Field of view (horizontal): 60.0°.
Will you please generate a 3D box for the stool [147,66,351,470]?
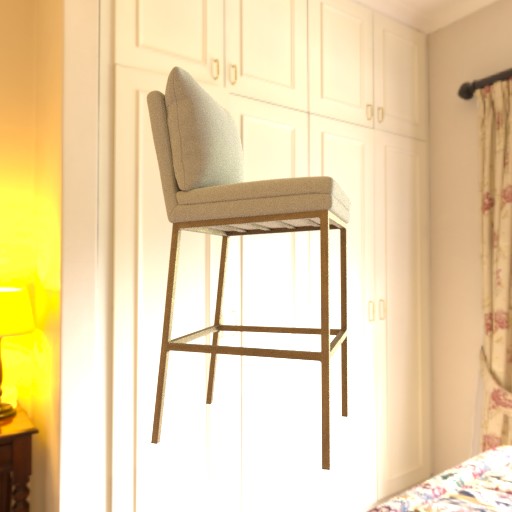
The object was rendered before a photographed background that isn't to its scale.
[{"bbox_3d":[0.000,0.000,1.451,0.572,1.125,0.463,0,-1,18],"label":"stool"}]
